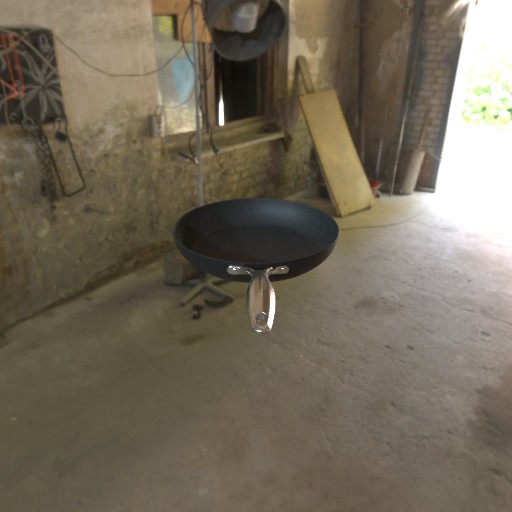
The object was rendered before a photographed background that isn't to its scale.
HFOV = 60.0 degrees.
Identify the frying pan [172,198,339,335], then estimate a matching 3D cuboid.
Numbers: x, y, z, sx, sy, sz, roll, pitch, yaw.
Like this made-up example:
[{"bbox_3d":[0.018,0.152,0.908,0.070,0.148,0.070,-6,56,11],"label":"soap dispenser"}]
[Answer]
[{"bbox_3d":[0.000,0.000,0.589,0.255,0.105,0.472,0,27,0],"label":"frying pan"}]
